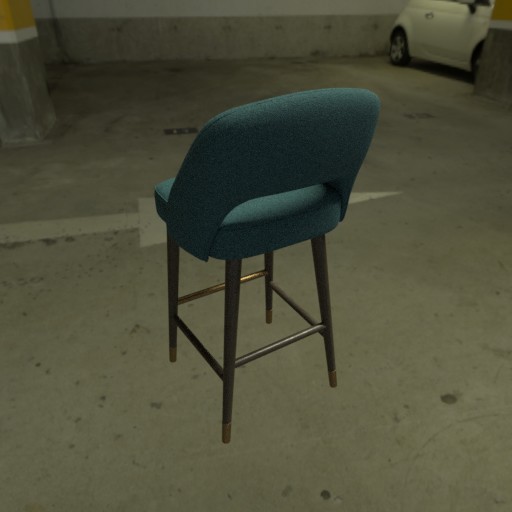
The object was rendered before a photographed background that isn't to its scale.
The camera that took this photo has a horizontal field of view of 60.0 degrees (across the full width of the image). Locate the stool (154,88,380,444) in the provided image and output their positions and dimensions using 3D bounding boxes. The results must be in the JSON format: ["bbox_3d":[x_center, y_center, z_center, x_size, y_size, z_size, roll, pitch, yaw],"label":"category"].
[{"bbox_3d":[0.000,0.000,1.353,0.536,1.032,0.522,-17,34,-27],"label":"stool"}]
